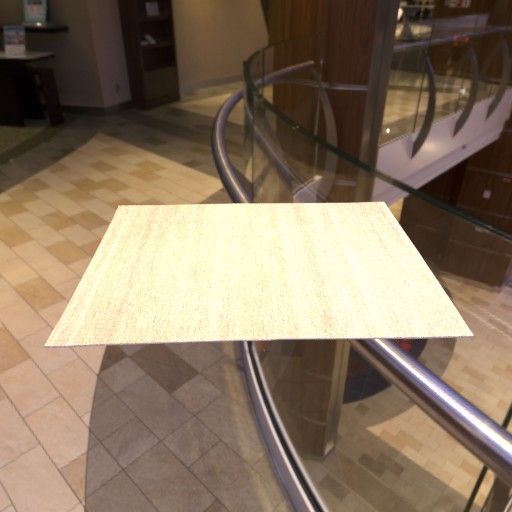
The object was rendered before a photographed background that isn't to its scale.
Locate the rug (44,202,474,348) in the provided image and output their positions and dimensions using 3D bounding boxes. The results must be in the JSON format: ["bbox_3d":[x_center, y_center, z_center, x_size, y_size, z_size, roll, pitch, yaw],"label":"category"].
[{"bbox_3d":[0.000,0.000,4.355,3.245,0.046,2.467,-1,31,-2],"label":"rug"}]
